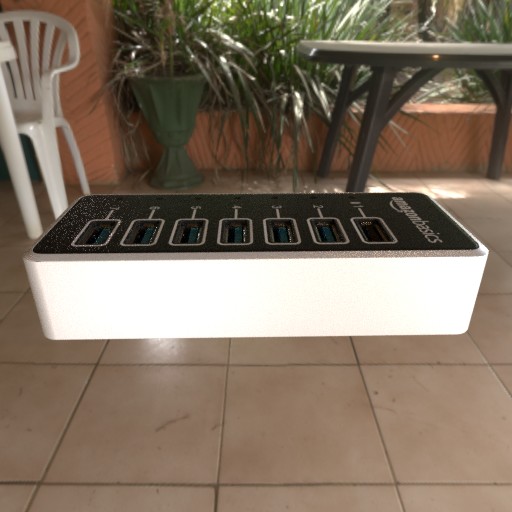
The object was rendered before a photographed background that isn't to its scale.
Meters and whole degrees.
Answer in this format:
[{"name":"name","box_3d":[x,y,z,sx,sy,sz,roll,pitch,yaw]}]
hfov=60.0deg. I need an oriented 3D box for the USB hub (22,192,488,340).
[{"name":"USB hub","box_3d":[0.000,0.000,0.125,0.110,0.023,0.044,-1,28,-1]}]
